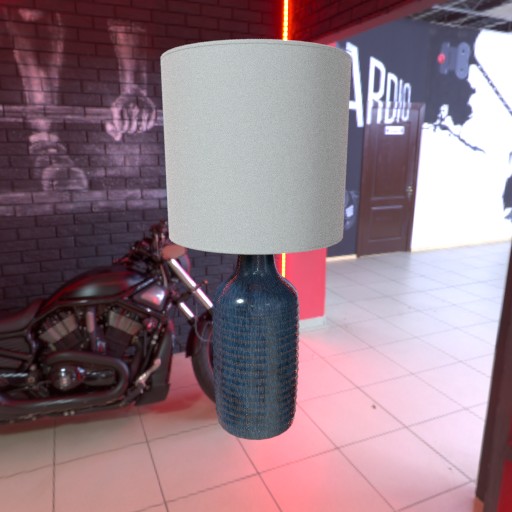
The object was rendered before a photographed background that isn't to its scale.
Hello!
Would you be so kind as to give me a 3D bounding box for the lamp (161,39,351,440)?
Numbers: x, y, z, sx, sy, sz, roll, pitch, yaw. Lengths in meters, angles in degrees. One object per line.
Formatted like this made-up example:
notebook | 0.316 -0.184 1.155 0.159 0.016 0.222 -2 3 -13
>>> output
lamp | 0.000 0.000 0.580 0.220 0.475 0.220 2 14 9
